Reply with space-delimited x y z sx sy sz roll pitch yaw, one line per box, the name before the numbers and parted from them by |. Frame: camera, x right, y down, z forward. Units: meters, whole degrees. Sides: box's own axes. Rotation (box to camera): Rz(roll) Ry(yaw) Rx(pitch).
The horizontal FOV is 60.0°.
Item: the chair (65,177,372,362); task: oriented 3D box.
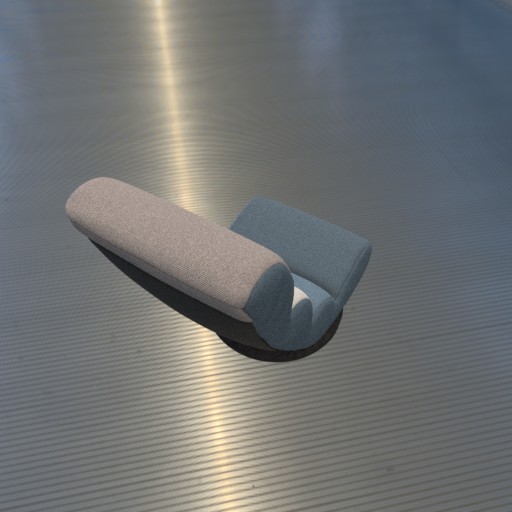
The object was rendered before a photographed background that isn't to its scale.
chair | 0.000 0.000 1.082 0.420 0.641 0.661 25 52 22
